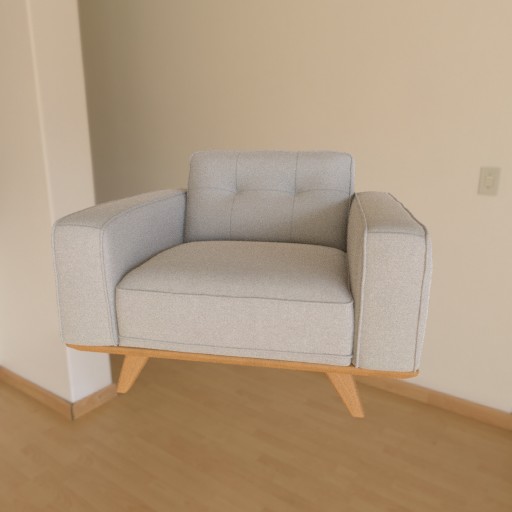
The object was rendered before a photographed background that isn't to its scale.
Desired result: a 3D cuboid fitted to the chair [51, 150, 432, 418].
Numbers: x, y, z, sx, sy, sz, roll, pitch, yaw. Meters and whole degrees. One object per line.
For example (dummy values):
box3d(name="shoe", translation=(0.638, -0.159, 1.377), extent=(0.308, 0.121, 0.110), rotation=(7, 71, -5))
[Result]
box3d(name="chair", translation=(0.000, 0.000, 1.693), extent=(1.115, 0.779, 0.953), rotation=(3, 14, 10))
